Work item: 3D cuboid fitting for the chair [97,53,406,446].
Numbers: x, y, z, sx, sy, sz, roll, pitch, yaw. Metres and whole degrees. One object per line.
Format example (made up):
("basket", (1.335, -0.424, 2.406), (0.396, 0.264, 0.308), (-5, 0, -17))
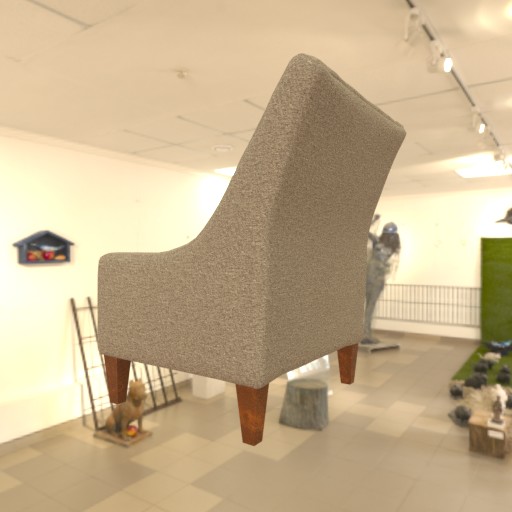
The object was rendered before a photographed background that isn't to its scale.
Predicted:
("chair", (0.000, 0.000, 1.609), (0.870, 1.016, 0.774), (1, 1, 34))
